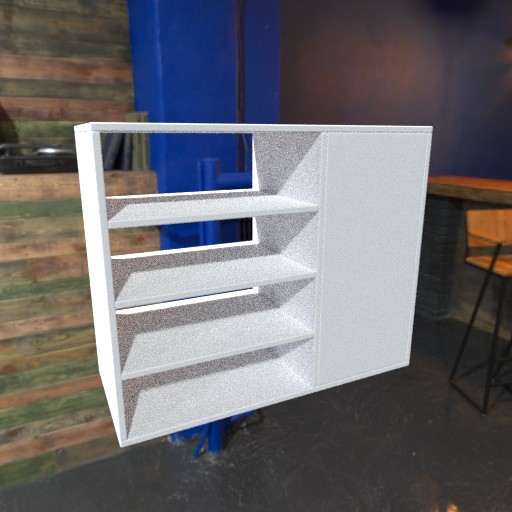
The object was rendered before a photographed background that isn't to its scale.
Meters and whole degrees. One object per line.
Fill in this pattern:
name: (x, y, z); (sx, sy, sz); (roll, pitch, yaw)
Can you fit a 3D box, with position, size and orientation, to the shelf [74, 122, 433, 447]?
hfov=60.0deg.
shelf: (0.000, 0.000, 1.303); (0.895, 0.732, 0.396); (-7, 17, -25)
